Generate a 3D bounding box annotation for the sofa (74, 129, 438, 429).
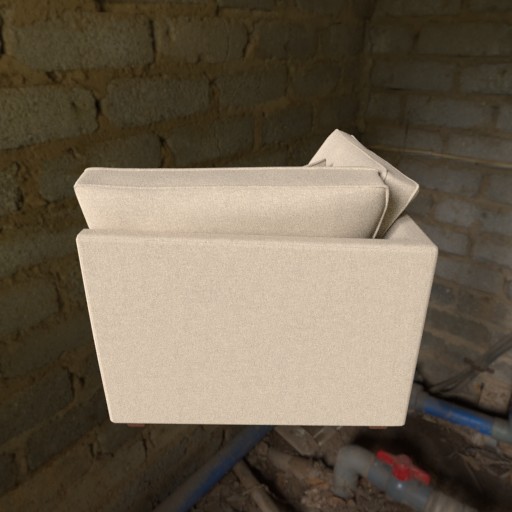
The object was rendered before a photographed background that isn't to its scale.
[{"bbox_3d":[0.000,0.000,1.831,1.042,0.937,1.050,0,26,0],"label":"sofa"}]
